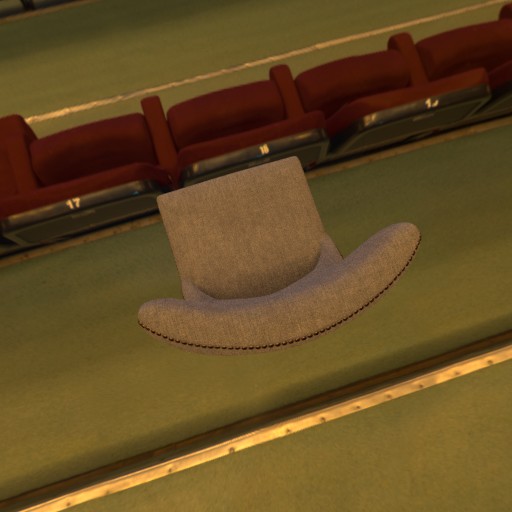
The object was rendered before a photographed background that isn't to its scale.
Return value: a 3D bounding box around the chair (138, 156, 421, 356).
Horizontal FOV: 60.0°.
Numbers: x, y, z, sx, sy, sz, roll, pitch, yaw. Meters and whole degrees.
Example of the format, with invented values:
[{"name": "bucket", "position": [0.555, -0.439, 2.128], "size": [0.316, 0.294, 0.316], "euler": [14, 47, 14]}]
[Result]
[{"name": "chair", "position": [0.000, 0.000, 1.466], "size": [0.654, 1.002, 0.681], "euler": [-17, 74, -5]}]
